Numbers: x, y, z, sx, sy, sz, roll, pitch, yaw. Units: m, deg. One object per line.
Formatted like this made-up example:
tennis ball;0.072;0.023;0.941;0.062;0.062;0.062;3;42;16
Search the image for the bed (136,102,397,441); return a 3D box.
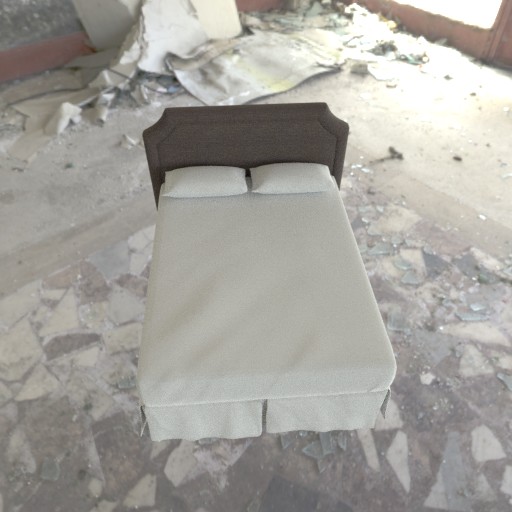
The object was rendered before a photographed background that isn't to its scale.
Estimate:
bed;0.000;0.000;3.203;1.693;1.290;2.116;-3;45;-3
